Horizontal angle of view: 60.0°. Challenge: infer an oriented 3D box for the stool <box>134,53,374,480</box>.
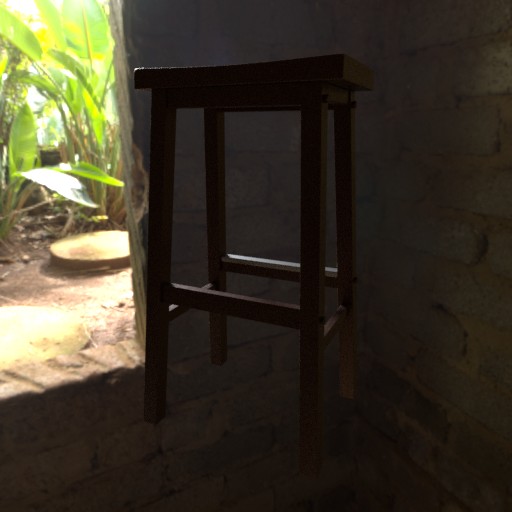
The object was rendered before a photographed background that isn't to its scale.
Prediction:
[{"bbox_3d":[0.000,0.000,0.950,0.406,0.742,0.322,7,17,25],"label":"stool"}]
